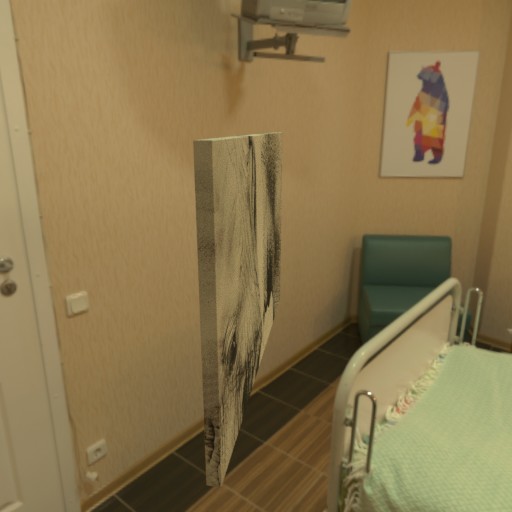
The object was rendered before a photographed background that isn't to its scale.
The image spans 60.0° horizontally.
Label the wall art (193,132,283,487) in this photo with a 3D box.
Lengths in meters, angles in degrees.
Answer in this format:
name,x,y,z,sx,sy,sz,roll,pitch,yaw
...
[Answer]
name,x,y,z,sx,sy,sz,roll,pitch,yaw
wall art,0.000,0.000,1.436,0.035,0.758,1.141,3,17,9
